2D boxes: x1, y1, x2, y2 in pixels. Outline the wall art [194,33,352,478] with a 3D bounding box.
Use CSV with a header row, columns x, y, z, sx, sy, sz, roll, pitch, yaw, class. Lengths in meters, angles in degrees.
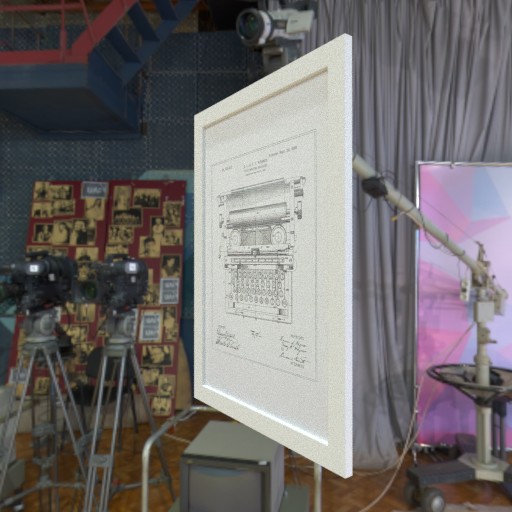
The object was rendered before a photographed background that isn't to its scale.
x,y,z,sx,sy,sz,roll,pitch,yaw,class
0.000,0.000,0.688,0.013,0.533,0.381,0,0,-36,wall art
